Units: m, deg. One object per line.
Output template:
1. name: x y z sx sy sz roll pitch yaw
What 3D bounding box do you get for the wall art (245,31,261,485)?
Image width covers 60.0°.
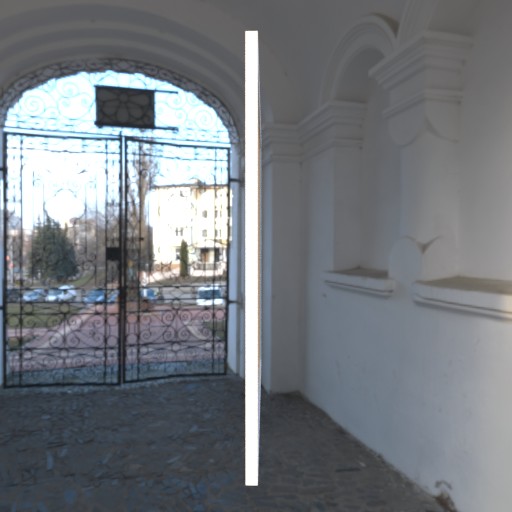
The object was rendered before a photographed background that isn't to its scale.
1. wall art: 0.000 0.000 0.674 0.012 0.457 0.457 0 1 1
